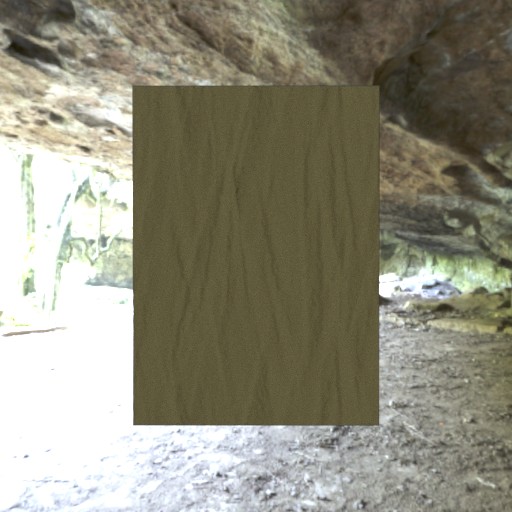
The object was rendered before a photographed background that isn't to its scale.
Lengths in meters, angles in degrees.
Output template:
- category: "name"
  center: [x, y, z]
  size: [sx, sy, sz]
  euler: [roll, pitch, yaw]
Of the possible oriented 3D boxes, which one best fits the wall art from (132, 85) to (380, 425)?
- category: "wall art"
  center: [0.000, 0.000, 1.463]
  size: [0.810, 1.116, 0.016]
  euler: [0, 0, 0]
